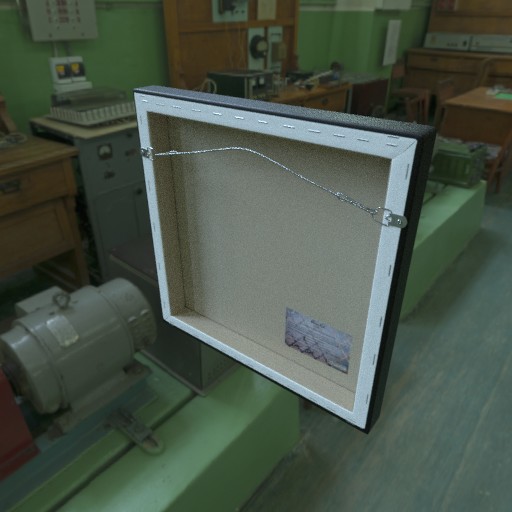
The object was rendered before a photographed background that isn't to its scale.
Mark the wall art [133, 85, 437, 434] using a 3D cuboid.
[{"bbox_3d":[0.000,0.000,0.616,0.406,0.407,0.041,21,36,32],"label":"wall art"}]
